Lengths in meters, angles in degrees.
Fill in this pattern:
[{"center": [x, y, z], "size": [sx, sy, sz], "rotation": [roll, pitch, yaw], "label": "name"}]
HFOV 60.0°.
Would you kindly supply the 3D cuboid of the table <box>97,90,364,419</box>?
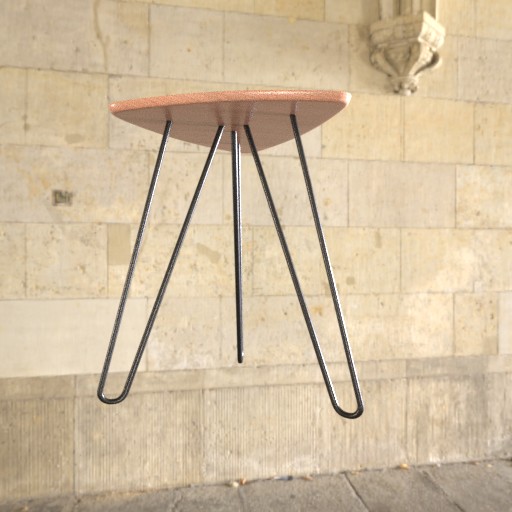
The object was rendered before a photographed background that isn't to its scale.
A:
[{"center": [0.000, 0.000, 0.887], "size": [0.455, 0.564, 0.442], "rotation": [0, 0, 36], "label": "table"}]
